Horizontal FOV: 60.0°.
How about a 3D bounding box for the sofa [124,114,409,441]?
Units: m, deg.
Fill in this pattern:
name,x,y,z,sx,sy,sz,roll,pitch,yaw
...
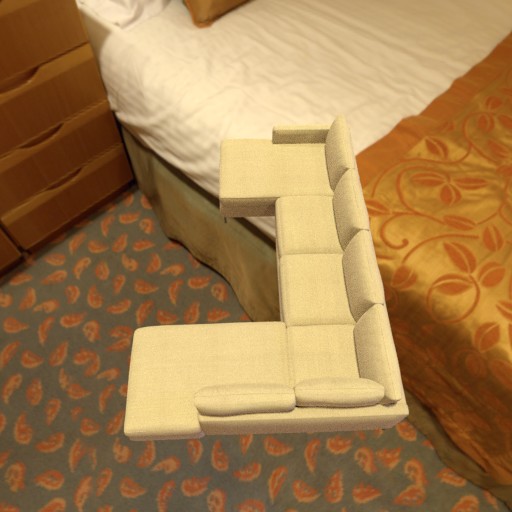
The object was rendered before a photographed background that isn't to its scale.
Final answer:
name,x,y,z,sx,sy,sz,roll,pitch,yaw
sofa,0.000,0.000,3.661,1.879,0.756,2.737,-2,58,-1
